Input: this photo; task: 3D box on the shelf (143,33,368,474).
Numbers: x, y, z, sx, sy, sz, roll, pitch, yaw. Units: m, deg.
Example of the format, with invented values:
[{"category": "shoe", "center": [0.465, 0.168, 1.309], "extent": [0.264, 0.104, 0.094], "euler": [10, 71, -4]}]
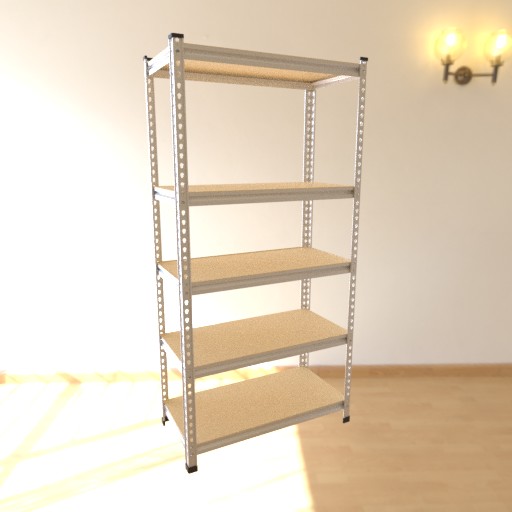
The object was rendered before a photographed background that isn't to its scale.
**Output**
[{"category": "shelf", "center": [0.000, 0.000, 2.193], "extent": [0.914, 1.829, 0.457], "euler": [-6, 14, -26]}]
